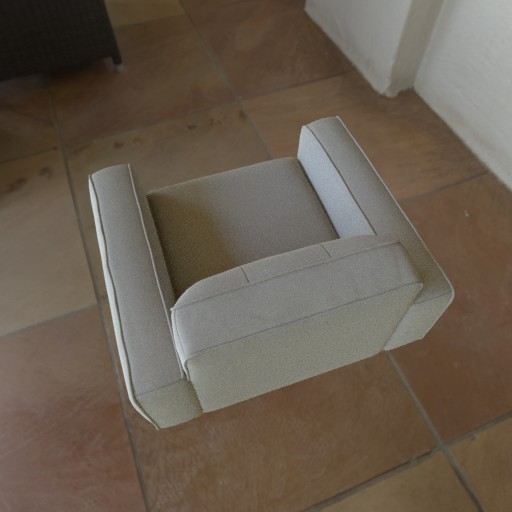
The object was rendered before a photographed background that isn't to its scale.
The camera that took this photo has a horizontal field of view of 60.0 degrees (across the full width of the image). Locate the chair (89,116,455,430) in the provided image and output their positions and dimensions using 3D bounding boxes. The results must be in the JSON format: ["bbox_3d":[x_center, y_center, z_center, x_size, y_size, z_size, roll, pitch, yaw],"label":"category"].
[{"bbox_3d":[0.000,0.000,1.735,1.115,0.779,0.953,-16,58,-10],"label":"chair"}]
